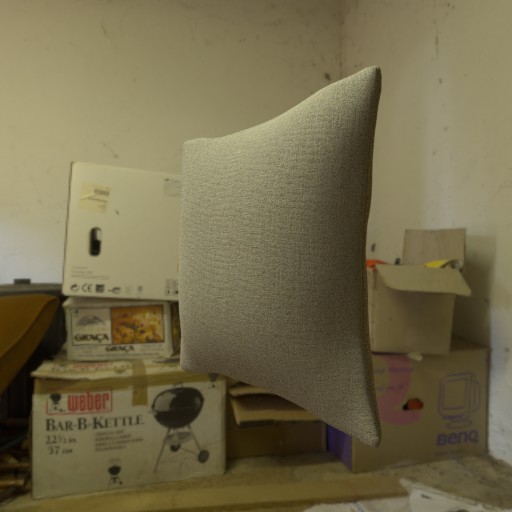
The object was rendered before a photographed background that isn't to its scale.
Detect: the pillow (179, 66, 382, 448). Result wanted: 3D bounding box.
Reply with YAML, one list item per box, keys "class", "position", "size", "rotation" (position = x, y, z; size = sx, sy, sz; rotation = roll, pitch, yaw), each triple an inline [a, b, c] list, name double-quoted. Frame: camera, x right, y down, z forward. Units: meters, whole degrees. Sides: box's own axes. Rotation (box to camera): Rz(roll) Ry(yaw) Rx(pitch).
- class: "pillow"
  position: [0.000, 0.000, 0.646]
  size: [0.136, 0.419, 0.437]
  rotation: [0, 0, -38]
